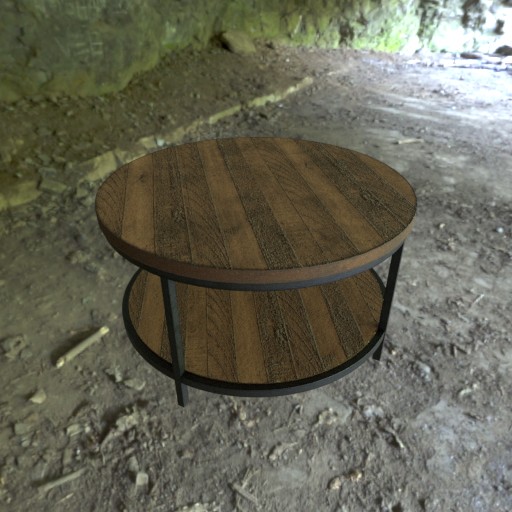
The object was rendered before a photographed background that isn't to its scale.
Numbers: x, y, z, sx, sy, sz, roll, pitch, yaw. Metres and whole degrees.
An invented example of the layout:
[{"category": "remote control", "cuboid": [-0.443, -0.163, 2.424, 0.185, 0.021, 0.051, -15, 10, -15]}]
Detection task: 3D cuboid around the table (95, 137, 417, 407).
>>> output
[{"category": "table", "cuboid": [0.000, 0.000, 1.326, 0.837, 0.462, 0.837, 0, 32, 0]}]
